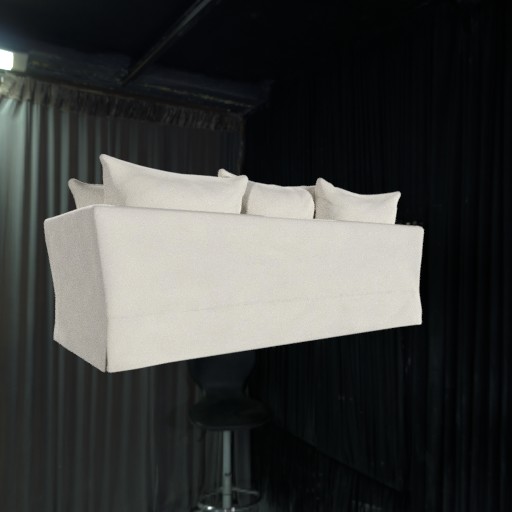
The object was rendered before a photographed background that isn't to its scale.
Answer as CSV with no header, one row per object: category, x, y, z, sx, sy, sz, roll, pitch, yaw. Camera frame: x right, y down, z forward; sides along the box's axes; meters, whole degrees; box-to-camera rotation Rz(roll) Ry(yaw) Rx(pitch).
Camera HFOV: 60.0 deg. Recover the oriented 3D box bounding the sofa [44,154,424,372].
sofa,0.000,0.000,3.052,2.499,1.047,1.046,0,0,-37
